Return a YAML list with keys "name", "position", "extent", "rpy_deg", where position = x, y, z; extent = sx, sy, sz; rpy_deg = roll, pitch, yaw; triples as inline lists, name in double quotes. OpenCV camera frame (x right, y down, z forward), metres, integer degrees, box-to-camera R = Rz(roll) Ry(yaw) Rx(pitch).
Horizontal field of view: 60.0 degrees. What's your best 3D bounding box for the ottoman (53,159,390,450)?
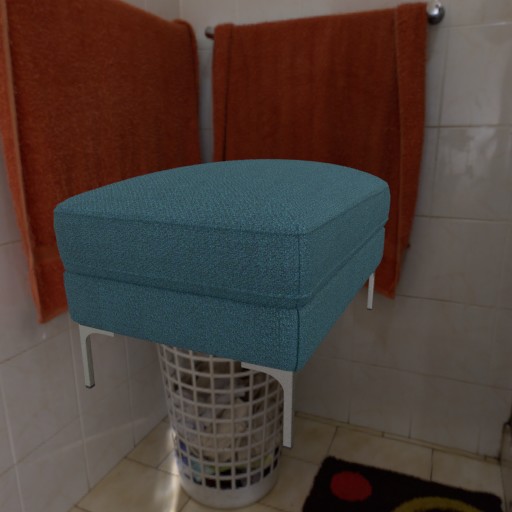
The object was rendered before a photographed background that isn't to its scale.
- name: "ottoman"
  position: [0.000, 0.000, 1.187]
  extent: [0.563, 0.498, 0.856]
  rpy_deg: [7, 16, 24]
